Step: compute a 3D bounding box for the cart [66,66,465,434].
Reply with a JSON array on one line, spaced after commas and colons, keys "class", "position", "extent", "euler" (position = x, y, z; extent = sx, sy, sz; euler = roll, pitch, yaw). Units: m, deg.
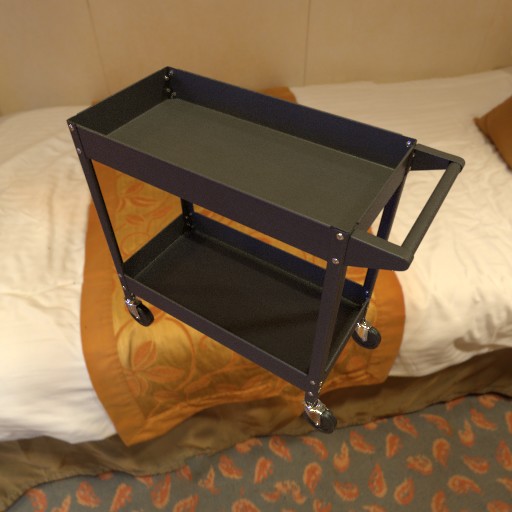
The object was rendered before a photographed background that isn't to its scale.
[{"class": "cart", "position": [0.000, 0.000, 1.171], "extent": [0.779, 0.719, 0.366], "euler": [25, 51, 22]}]
